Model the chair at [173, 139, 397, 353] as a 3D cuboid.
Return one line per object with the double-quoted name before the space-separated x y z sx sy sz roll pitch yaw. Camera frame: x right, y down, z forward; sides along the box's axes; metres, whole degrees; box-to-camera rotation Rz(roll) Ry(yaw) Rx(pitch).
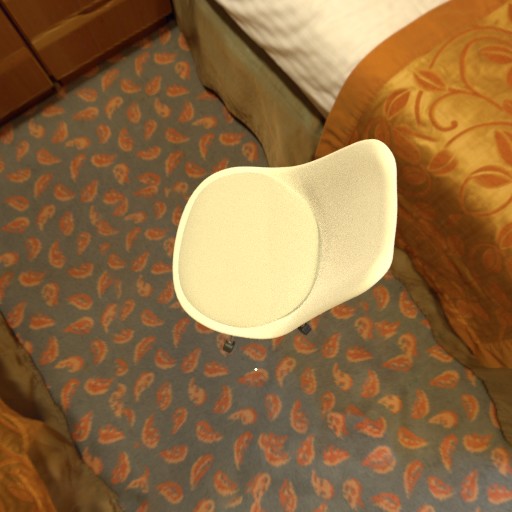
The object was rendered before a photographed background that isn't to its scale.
"chair" 0.000 0.000 1.303 0.550 0.930 0.550 6 76 2
